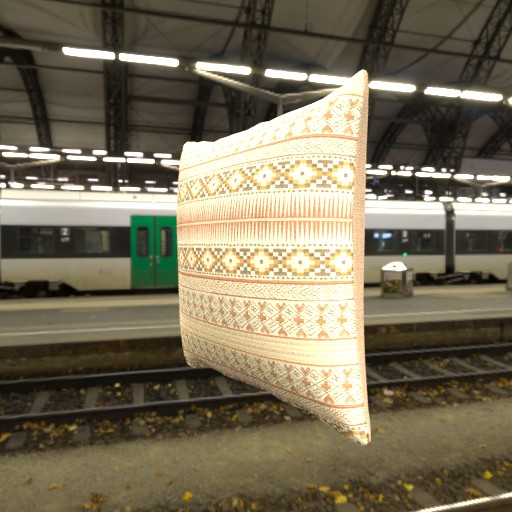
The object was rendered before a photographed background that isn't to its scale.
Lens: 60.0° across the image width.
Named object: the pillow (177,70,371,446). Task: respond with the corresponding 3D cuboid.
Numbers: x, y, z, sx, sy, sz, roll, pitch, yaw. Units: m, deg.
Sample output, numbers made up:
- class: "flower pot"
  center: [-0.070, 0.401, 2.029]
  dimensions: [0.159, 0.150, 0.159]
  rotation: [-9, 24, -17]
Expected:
- class: "pillow"
  center: [0.000, 0.000, 0.812]
  dimensions: [0.215, 0.519, 0.521]
  rotation: [-1, 2, -37]
